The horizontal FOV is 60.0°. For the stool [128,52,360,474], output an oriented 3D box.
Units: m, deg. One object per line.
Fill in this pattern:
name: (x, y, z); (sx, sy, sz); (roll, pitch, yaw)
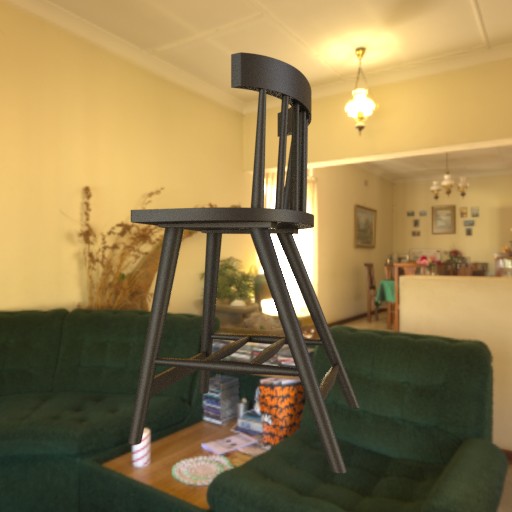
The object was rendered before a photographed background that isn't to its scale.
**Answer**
stool: (0.000, 0.000, 1.265); (0.549, 0.953, 0.494); (0, 0, 17)
